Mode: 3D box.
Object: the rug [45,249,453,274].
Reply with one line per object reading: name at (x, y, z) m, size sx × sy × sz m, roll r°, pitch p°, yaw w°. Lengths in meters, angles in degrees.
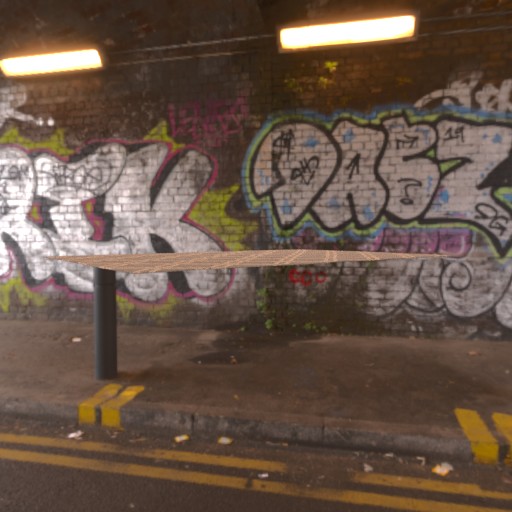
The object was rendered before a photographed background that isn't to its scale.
rug at (0.000, 0.000, 2.248) m, size 1.754 × 0.010 × 1.148 m, roll -2°, pitch 3°, yaw -37°
